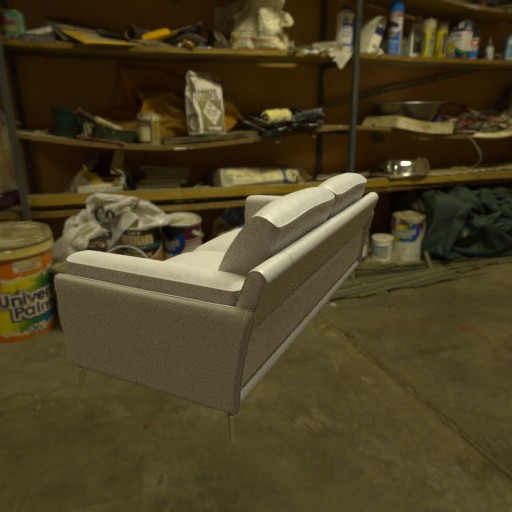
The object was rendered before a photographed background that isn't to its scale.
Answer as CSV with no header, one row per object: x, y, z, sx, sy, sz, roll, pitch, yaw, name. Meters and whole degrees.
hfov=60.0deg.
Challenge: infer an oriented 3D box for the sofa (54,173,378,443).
0.000,0.000,2.701,1.049,0.930,2.101,8,19,25,sofa
